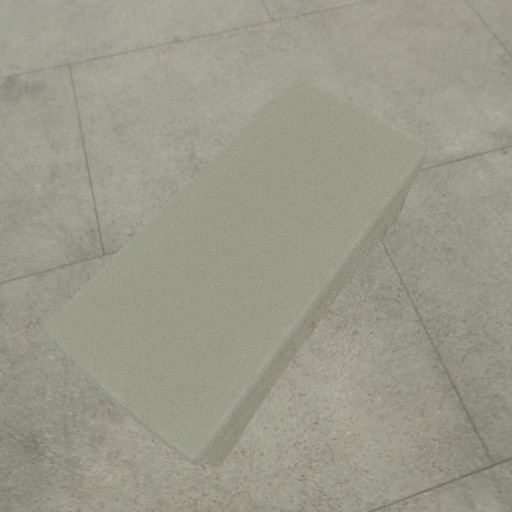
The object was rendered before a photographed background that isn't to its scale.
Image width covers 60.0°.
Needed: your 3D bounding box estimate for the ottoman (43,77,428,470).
[{"bbox_3d":[0.000,0.000,1.665,0.665,0.457,1.388,34,69,16],"label":"ottoman"}]
